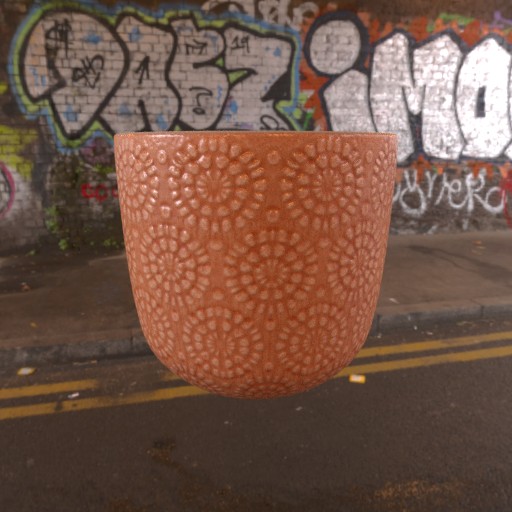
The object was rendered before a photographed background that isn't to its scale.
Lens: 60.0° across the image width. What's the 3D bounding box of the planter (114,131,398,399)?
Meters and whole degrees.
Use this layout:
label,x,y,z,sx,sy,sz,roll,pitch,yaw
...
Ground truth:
label,x,y,z,sx,sy,sz,roll,pitch,yaw
planter,0.000,0.000,0.361,0.208,0.190,0.208,0,14,0
